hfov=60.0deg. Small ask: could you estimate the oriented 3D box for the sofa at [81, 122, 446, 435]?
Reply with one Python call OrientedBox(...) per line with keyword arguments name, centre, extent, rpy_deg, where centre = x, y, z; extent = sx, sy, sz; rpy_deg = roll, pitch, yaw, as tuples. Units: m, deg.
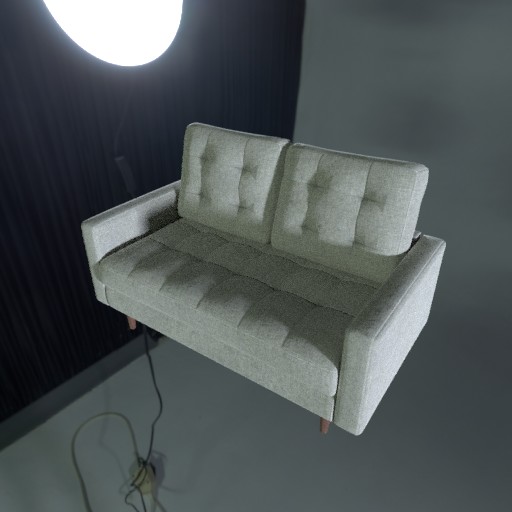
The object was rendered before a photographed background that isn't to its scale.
OrientedBox(name="sofa", centre=(0.000, 0.000, 1.978), extent=(1.407, 0.907, 0.842), rpy_deg=(19, 35, 30))
